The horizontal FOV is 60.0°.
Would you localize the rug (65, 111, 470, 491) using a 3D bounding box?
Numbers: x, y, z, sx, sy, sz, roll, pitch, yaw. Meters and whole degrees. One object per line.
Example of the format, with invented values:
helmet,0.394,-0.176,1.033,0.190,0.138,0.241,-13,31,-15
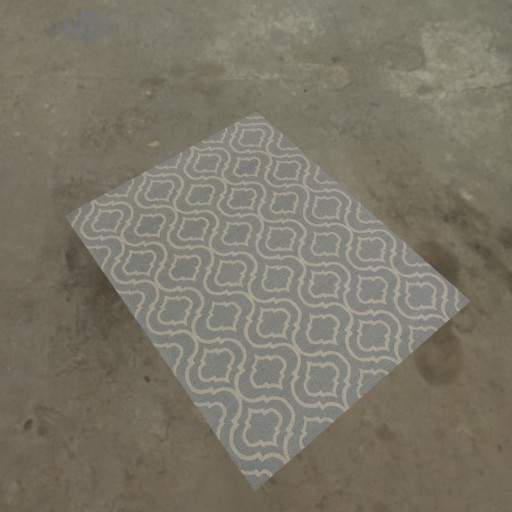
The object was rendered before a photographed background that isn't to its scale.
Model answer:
rug,0.000,0.000,3.925,2.283,0.006,2.892,-34,65,-18
